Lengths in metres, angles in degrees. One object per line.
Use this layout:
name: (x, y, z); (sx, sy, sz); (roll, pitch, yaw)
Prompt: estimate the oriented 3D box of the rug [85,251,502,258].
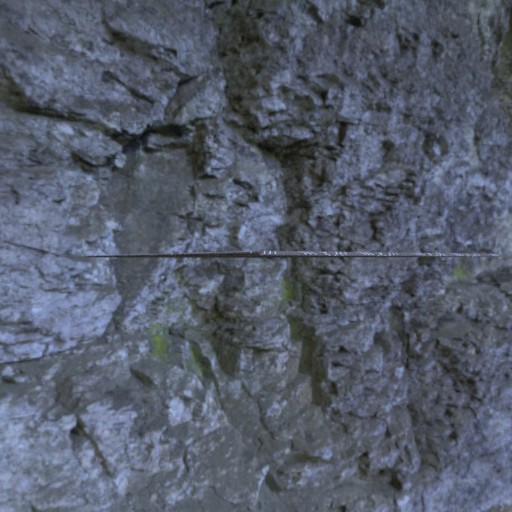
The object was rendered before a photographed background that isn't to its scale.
rug: (0.000, 0.000, 2.254); (1.239, 0.012, 1.836); (0, 0, -35)
